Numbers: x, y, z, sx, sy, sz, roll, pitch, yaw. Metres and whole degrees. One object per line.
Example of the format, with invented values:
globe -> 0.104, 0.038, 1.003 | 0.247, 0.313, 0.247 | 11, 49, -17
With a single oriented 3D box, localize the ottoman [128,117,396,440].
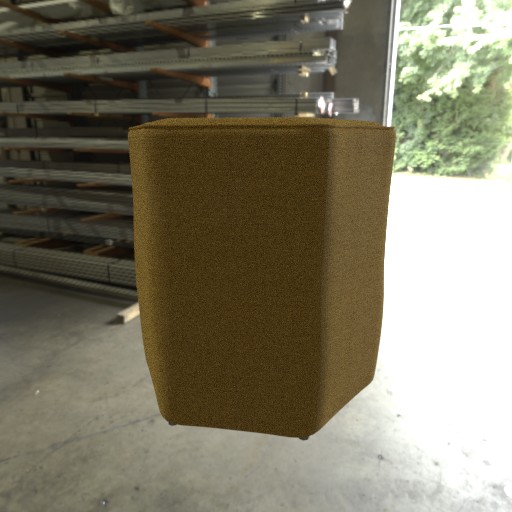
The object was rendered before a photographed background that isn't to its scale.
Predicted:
ottoman -> 0.000, 0.000, 0.863 | 0.494, 0.502, 0.443 | 3, 15, 9
